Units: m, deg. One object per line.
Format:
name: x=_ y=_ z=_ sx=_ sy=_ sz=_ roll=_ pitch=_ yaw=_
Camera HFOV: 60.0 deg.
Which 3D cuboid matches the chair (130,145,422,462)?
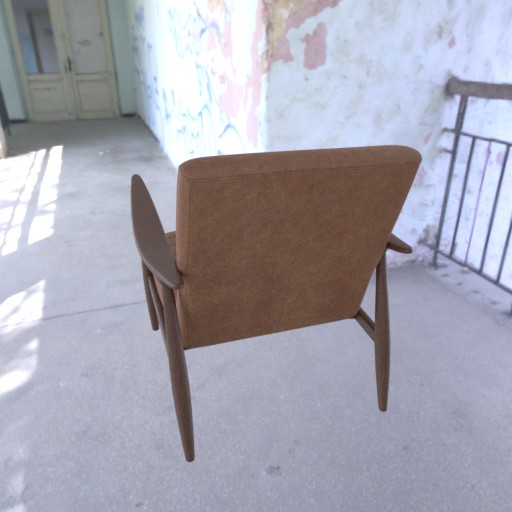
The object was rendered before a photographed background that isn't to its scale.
chair: x=0.000 y=0.000 z=1.433 sx=0.741 sy=0.832 sz=0.798 roll=-8 pitch=27 yaw=-16
